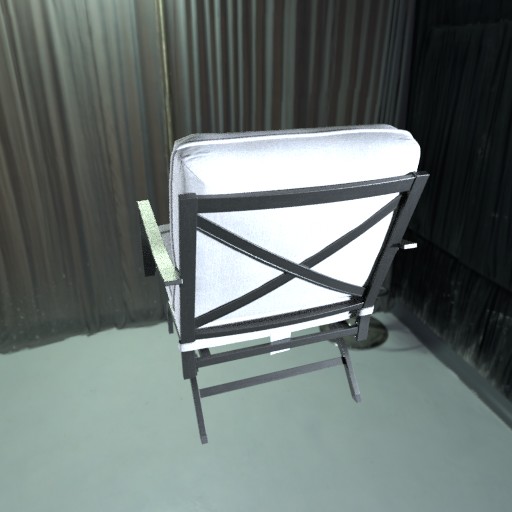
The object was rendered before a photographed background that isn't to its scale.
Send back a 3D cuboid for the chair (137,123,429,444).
[{"bbox_3d":[0.000,0.000,1.397,0.650,0.860,0.787,-8,26,-17],"label":"chair"}]
